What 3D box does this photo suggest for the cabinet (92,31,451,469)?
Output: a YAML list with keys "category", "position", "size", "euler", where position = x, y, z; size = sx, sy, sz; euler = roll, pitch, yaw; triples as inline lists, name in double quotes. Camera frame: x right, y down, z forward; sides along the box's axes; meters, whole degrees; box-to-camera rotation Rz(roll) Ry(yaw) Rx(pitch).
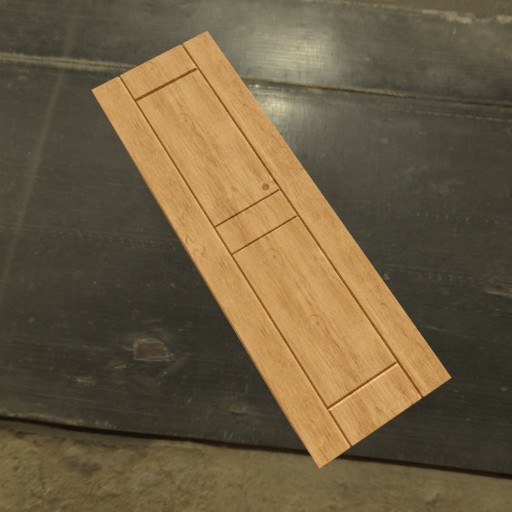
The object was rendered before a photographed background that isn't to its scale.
- category: "cabinet"
  position: [0.000, 0.000, 1.710]
  size: [0.432, 0.810, 1.321]
  euler: [-31, 78, -8]
